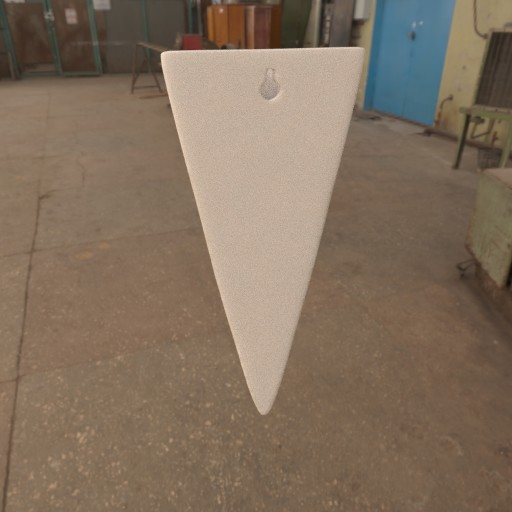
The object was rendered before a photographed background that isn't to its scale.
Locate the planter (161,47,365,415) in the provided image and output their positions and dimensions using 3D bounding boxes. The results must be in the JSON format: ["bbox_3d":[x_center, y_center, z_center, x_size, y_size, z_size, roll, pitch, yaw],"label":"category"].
[{"bbox_3d":[0.000,0.000,0.395,0.143,0.338,0.065,-9,30,-16],"label":"planter"}]
